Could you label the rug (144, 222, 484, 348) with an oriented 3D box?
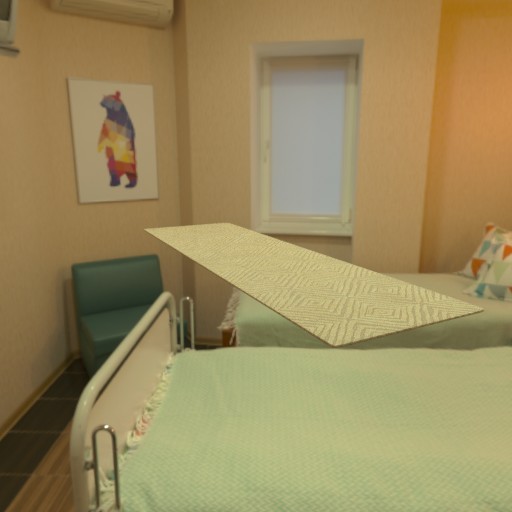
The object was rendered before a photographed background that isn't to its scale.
[{"bbox_3d":[0.000,0.000,2.421,0.676,0.008,2.277,-7,15,-27],"label":"rug"}]
